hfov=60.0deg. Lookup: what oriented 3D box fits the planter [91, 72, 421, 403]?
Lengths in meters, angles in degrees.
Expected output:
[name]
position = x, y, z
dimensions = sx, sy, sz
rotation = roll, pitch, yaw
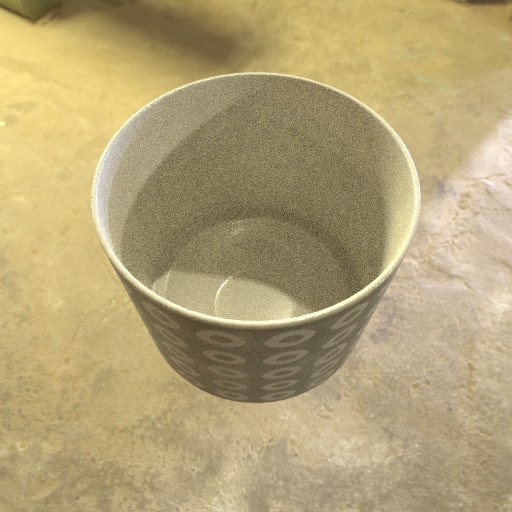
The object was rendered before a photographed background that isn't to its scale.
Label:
[planter]
position = 0.000, 0.000, 0.443
dimensions = 0.250, 0.239, 0.250
rotation = 0, 59, 0
